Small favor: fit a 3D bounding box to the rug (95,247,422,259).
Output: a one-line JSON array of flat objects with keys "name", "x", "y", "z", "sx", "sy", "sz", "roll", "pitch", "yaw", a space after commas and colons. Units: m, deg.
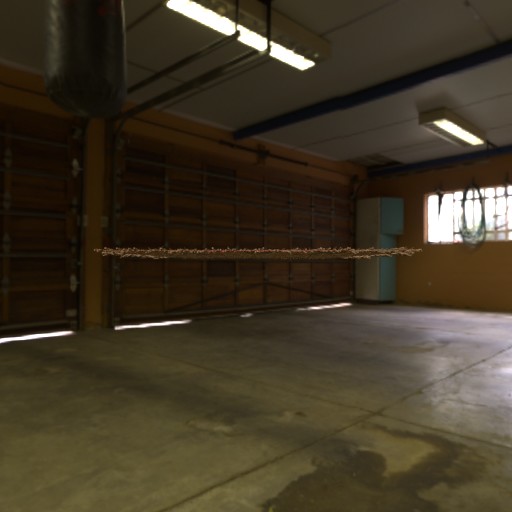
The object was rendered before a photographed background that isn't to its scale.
[{"name": "rug", "x": 0.000, "y": 0.000, "z": 3.206, "sx": 1.778, "sy": 0.048, "sz": 2.450, "roll": 0, "pitch": -1, "yaw": 0}]
